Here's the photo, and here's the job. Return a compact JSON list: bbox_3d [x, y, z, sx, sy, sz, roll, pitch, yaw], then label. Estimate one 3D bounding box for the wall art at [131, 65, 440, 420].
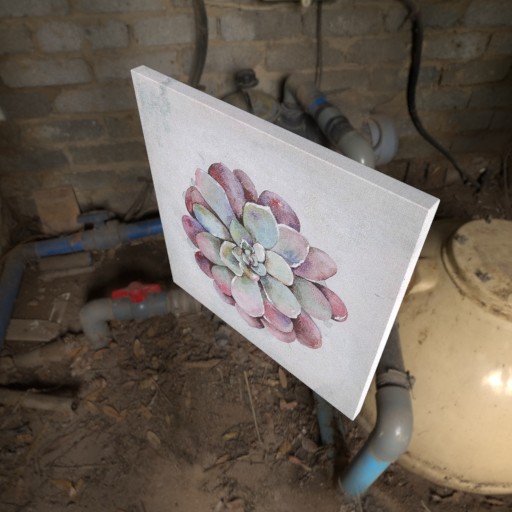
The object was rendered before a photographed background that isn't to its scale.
[{"bbox_3d":[0.000,0.000,1.148,0.762,0.762,0.041,33,54,28],"label":"wall art"}]
